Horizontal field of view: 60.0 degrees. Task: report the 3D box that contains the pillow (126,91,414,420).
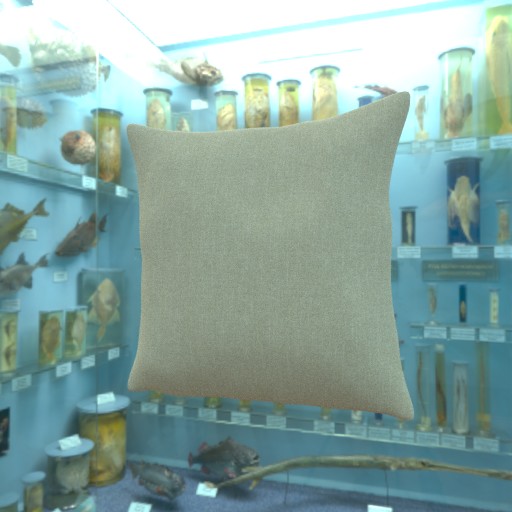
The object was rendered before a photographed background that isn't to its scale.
[{"bbox_3d":[0.000,0.000,0.653,0.436,0.432,0.138,0,-1,18],"label":"pillow"}]
